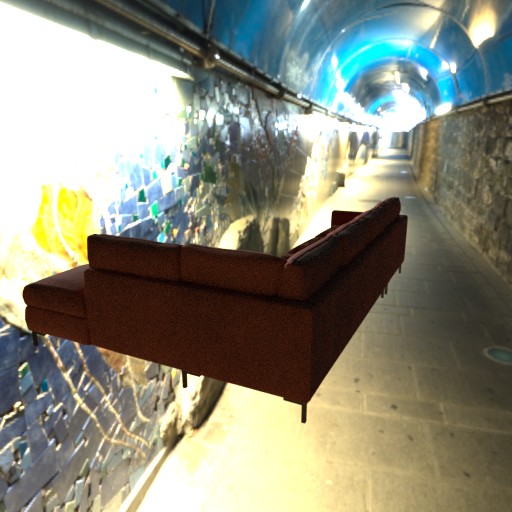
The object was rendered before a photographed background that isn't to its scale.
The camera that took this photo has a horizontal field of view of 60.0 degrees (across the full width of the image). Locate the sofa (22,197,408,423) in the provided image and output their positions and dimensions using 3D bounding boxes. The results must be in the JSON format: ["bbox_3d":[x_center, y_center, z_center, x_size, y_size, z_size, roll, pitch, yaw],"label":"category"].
[{"bbox_3d":[0.000,0.000,3.476,1.879,0.757,2.736,7,17,26],"label":"sofa"}]
